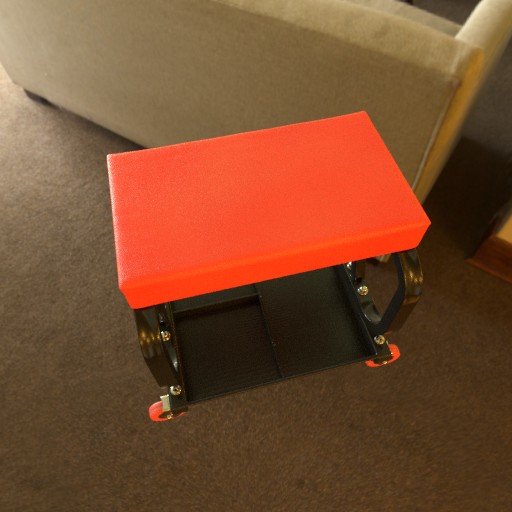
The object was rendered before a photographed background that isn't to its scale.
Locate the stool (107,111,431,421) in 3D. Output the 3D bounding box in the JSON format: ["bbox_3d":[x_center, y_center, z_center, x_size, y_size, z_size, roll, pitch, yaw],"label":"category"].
[{"bbox_3d":[0.000,0.000,0.722,0.446,0.380,0.371,-12,57,-8],"label":"stool"}]
